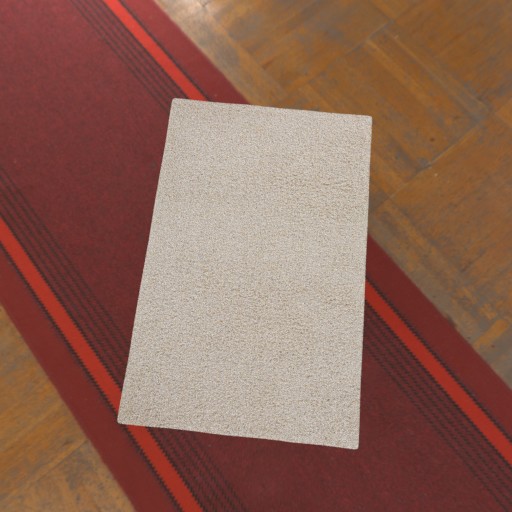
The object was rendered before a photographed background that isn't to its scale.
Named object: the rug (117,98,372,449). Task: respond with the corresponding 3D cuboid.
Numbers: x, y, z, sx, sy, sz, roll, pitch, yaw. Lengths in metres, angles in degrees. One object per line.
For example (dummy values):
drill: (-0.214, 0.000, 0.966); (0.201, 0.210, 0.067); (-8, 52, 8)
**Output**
rug: (0.000, 0.000, 3.591); (1.778, 0.030, 2.743); (6, 75, 1)
